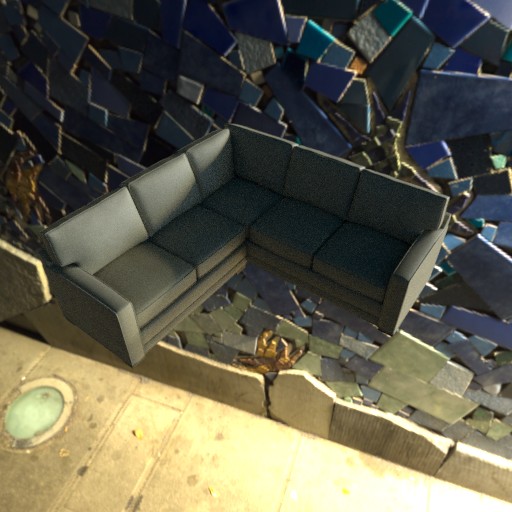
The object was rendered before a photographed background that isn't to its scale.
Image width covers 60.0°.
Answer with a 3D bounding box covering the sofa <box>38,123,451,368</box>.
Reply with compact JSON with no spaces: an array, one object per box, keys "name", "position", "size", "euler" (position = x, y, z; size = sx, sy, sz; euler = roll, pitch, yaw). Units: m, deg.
[{"name":"sofa","position":[0.000,0.000,3.402],"size":[2.211,0.936,2.188],"euler":[25,47,26]}]
